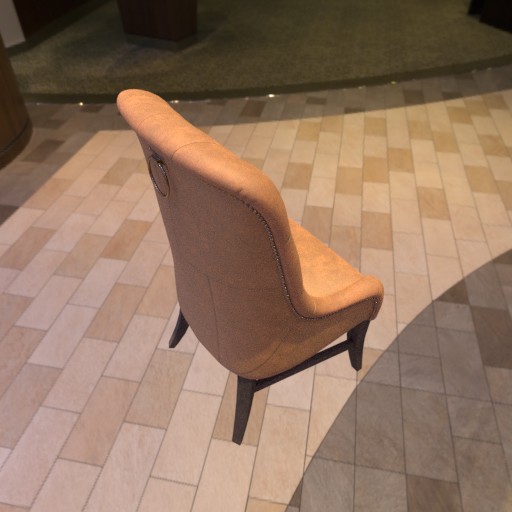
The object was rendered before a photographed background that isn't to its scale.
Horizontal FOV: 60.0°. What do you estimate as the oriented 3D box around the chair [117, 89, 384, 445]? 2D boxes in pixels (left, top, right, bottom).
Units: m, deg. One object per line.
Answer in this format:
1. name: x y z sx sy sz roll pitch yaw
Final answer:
1. chair: 0.000 0.000 1.440 0.629 1.091 0.634 -25 47 -26
